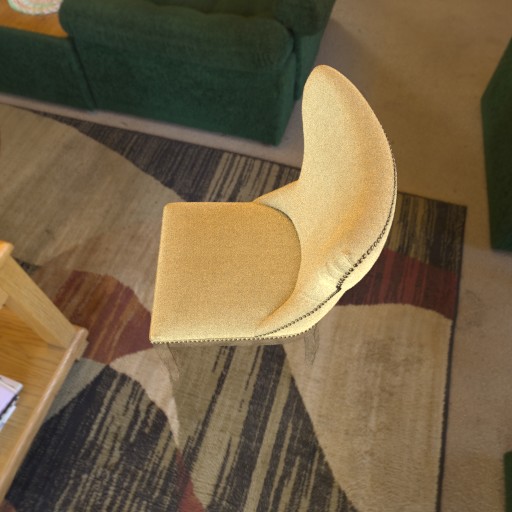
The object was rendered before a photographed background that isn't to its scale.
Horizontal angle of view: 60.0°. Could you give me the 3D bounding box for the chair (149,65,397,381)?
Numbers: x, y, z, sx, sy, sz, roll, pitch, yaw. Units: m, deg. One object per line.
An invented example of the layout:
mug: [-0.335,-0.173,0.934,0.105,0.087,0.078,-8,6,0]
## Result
chair: [0.000,0.000,1.470,0.681,1.002,0.654,-1,58,-1]
